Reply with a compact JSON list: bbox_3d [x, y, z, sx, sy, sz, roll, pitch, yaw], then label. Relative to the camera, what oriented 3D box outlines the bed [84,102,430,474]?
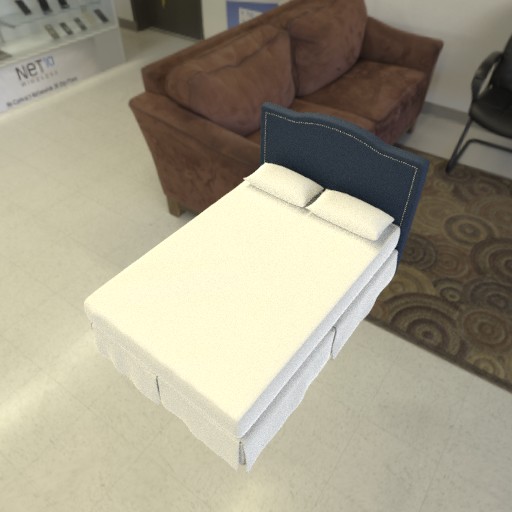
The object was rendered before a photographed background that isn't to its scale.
[{"bbox_3d":[0.000,0.000,3.700,1.741,1.441,2.507,29,52,26],"label":"bed"}]
